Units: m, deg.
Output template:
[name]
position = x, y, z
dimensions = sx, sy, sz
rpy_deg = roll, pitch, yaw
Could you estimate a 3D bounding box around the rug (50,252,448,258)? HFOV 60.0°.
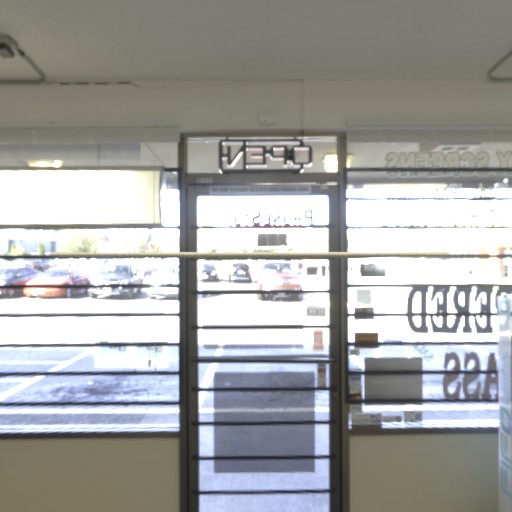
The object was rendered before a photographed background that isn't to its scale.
[rug]
position = 0.000, 0.000, 2.258
dimensions = 1.219, 0.013, 1.829
rpy_deg = 0, 0, 2
